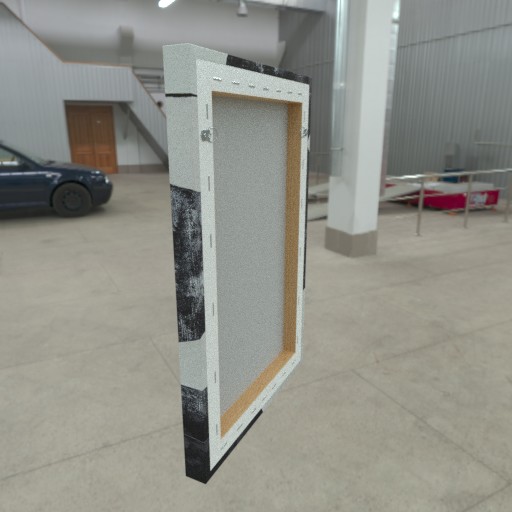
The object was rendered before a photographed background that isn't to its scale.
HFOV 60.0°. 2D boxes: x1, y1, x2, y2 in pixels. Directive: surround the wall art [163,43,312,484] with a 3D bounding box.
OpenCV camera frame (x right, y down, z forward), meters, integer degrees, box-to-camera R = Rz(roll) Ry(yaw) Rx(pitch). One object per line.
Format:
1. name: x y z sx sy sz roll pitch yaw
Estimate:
1. wall art: 0.000 0.000 0.767 0.039 0.610 0.407 8 18 26
